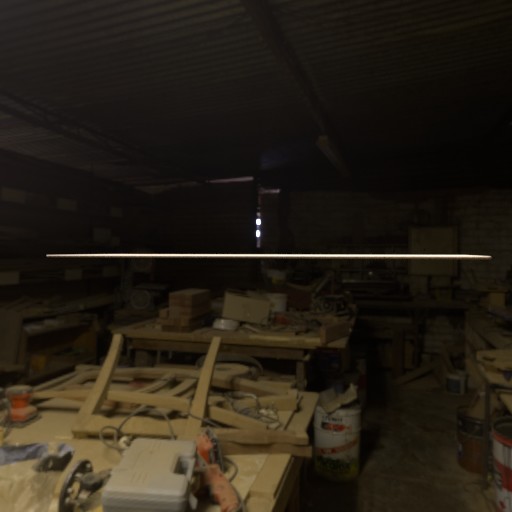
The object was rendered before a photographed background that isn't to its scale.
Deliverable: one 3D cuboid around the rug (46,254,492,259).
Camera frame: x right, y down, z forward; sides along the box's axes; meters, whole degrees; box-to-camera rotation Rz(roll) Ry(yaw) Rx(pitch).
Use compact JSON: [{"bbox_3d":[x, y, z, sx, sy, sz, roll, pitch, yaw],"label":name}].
[{"bbox_3d":[0.000,0.000,2.702,2.450,0.014,0.793,0,1,17],"label":"rug"}]
